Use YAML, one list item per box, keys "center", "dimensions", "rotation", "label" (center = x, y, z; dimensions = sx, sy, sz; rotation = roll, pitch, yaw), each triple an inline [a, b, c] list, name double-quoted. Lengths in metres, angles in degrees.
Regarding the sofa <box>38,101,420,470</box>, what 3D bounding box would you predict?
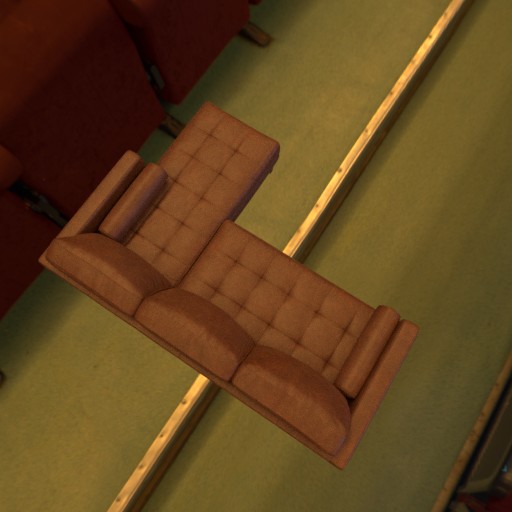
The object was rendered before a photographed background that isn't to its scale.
- center: [0.000, 0.000, 2.889]
  dimensions: [2.185, 0.841, 1.613]
  rotation: [32, 76, 9]
  label: "sofa"
